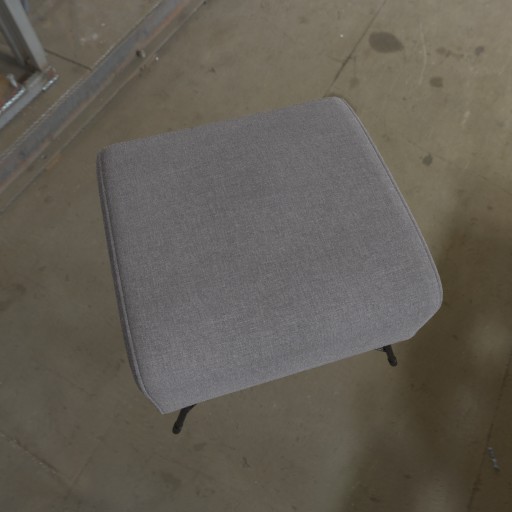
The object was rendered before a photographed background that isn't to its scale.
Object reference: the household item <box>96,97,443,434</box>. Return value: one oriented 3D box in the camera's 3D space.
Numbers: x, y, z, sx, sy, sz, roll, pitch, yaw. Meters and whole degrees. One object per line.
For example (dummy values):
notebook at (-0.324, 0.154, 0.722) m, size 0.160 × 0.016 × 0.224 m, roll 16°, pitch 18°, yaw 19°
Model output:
household item at (0.000, 0.000, 0.921) m, size 0.530 × 0.410 × 0.530 m, roll -15°, pitch 64°, yaw -7°
